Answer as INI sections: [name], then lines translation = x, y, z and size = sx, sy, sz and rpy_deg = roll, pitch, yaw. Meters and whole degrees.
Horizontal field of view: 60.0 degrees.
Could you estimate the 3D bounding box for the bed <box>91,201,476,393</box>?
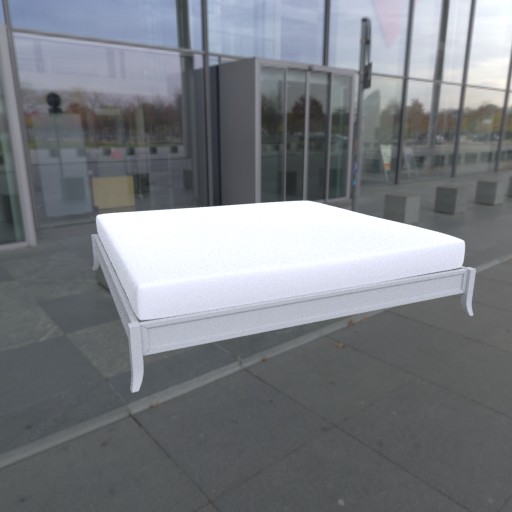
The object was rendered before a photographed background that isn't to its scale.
[bed]
translation = 0.000, 0.000, 3.192
size = 2.108, 0.510, 2.007
rpy_deg = -7, 17, -23
